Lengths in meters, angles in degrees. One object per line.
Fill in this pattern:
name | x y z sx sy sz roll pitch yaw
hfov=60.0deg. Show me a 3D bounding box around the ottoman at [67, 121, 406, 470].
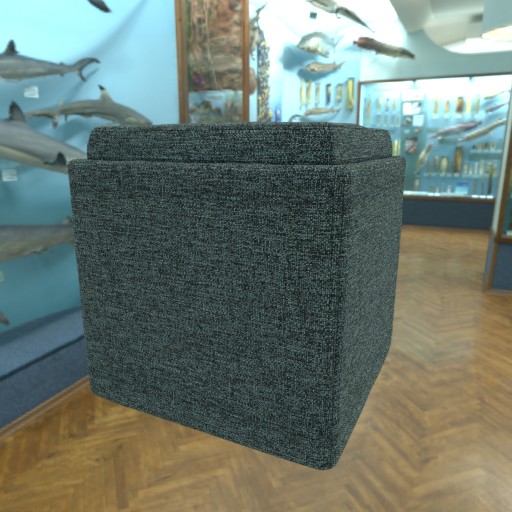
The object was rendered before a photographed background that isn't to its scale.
ottoman | 0.000 0.000 0.813 0.450 0.463 0.450 7 16 26
